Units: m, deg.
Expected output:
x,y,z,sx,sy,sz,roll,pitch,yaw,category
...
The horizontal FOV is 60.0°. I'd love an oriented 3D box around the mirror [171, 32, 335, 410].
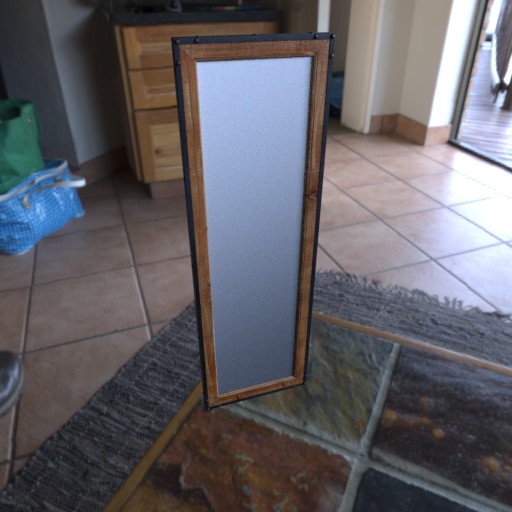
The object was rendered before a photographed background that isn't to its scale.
x,y,z,sx,sy,sz,roll,pitch,yaw,category
0.000,0.000,1.200,0.354,1.080,0.042,-10,33,-15,mirror
